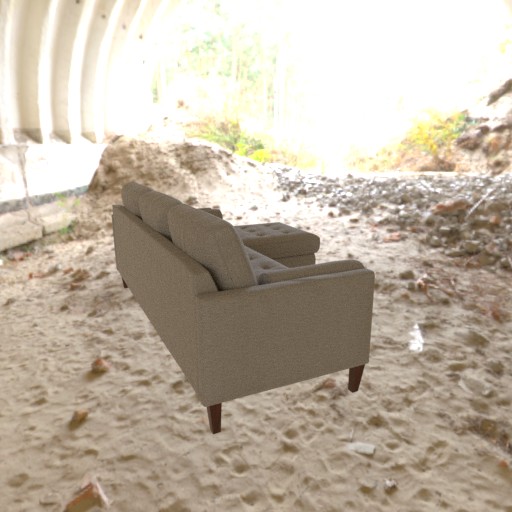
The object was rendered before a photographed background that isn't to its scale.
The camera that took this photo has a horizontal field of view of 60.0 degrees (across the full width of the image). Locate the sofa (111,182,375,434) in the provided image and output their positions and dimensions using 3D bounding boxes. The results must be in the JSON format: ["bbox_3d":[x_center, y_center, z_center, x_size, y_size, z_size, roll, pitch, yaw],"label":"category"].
[{"bbox_3d":[0.000,0.000,2.931,1.506,0.875,2.178,-7,16,-25],"label":"sofa"}]
